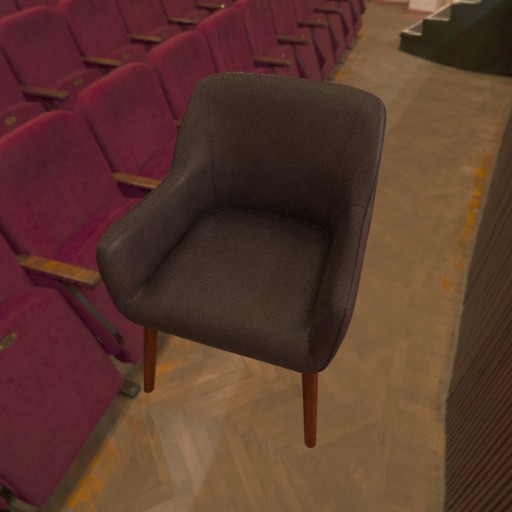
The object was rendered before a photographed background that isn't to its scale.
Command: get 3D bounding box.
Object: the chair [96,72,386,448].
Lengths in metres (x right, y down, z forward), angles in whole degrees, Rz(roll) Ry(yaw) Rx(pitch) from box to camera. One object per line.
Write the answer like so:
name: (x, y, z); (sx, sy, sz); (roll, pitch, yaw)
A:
chair: (0.000, 0.000, 1.268); (0.610, 0.828, 0.610); (13, 42, 15)
